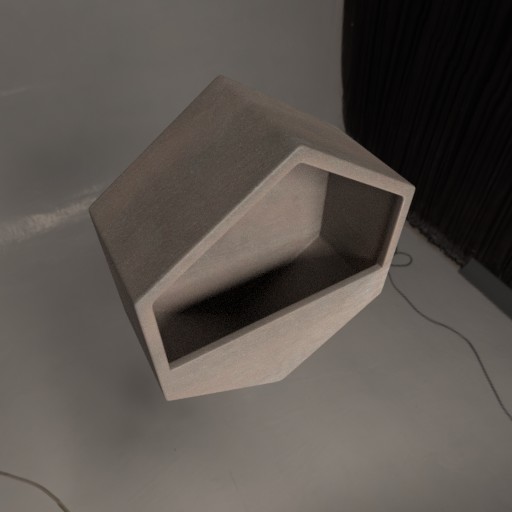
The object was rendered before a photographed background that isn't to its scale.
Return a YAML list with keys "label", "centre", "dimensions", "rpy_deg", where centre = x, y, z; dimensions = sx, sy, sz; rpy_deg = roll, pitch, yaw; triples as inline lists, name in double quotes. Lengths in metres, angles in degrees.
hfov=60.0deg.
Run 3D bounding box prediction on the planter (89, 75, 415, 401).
- label: "planter"
  centre: [0.000, 0.000, 0.284]
  dimensions: [0.169, 0.206, 0.077]
  rpy_deg: [-23, 51, -20]
